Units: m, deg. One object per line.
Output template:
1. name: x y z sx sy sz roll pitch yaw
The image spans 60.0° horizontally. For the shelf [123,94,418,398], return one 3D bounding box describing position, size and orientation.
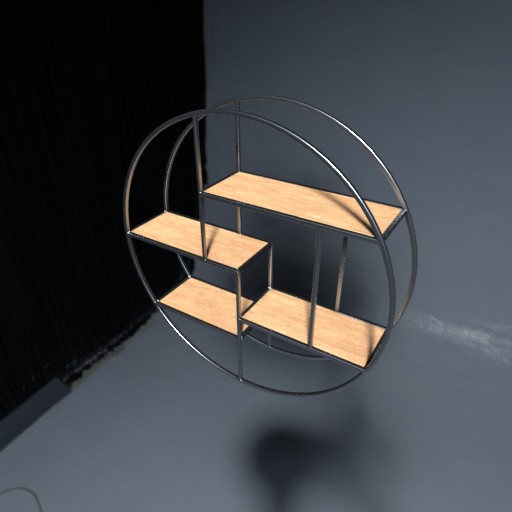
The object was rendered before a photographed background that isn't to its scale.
1. shelf: 0.000 0.000 1.326 0.888 0.888 0.202 18 36 27
